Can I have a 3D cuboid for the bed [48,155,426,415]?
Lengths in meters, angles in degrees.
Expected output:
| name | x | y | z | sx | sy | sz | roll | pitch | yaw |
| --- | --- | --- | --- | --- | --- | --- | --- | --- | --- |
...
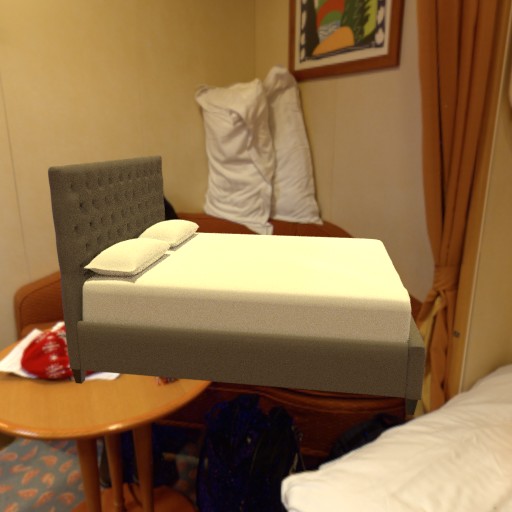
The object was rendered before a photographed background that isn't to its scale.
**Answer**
| name | x | y | z | sx | sy | sz | roll | pitch | yaw |
| --- | --- | --- | --- | --- | --- | --- | --- | --- | --- |
| bed | 0.000 | 0.000 | 3.385 | 2.233 | 1.426 | 1.696 | 2 | 15 | 9 |
